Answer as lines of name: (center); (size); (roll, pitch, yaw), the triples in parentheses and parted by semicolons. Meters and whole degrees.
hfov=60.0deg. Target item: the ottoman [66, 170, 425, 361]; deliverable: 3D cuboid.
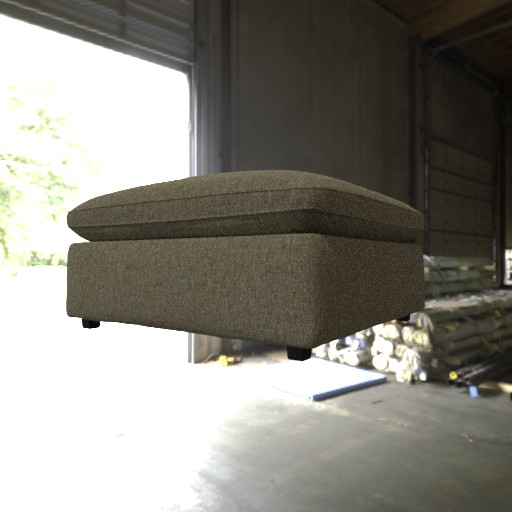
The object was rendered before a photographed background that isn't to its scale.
ottoman: (0.000, 0.000, 1.707); (1.039, 0.526, 1.035); (0, -1, 35)
